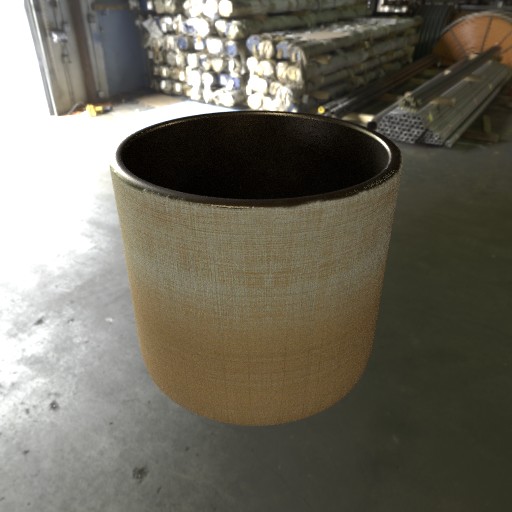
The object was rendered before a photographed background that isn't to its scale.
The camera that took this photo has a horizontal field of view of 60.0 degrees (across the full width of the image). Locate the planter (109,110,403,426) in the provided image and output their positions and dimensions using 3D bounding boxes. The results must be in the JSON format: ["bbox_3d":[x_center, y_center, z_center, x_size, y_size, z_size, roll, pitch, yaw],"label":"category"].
[{"bbox_3d":[0.000,0.000,0.390,0.221,0.201,0.221,0,32,0],"label":"planter"}]
